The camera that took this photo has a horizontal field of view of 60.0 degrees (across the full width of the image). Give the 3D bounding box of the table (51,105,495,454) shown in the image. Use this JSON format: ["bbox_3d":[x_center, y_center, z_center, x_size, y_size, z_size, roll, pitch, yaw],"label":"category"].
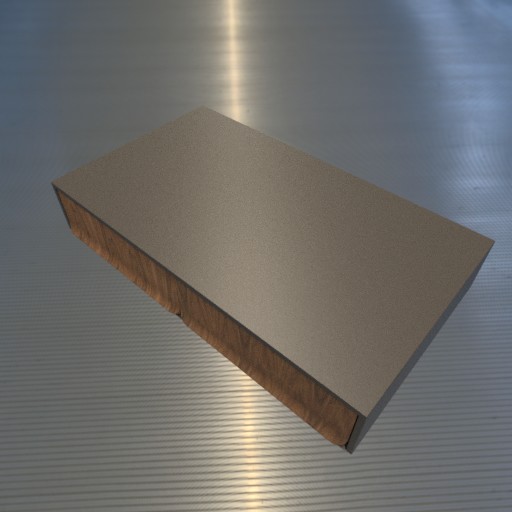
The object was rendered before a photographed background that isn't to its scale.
[{"bbox_3d":[0.000,0.000,1.501,1.201,0.404,0.703,32,54,27],"label":"table"}]
